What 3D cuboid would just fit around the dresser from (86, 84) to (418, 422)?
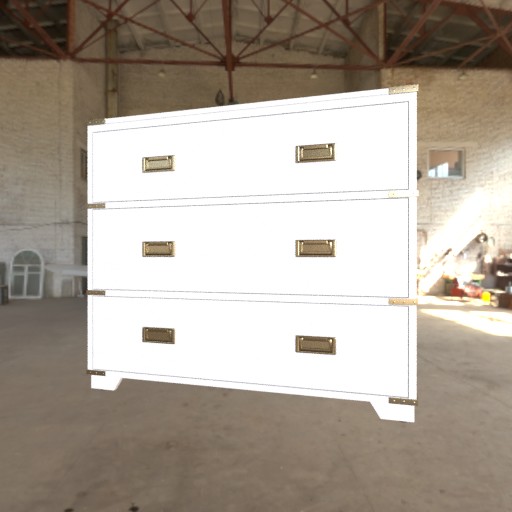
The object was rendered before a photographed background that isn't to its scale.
[{"bbox_3d":[0.000,0.000,1.517,1.022,0.891,0.460,0,0,17],"label":"dresser"}]
